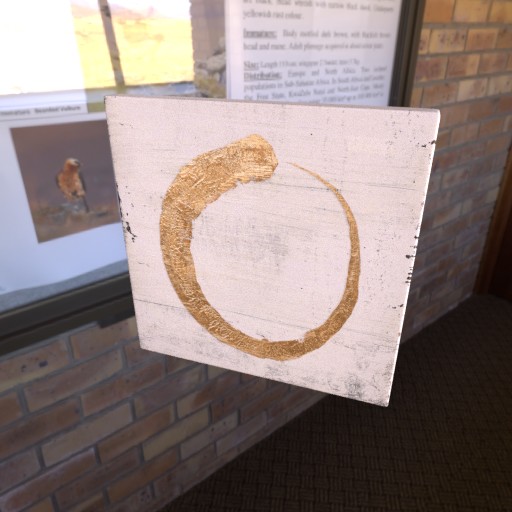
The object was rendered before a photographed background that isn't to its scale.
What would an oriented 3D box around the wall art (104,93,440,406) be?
[{"bbox_3d":[0.000,0.000,0.919,0.610,0.611,0.040,9,28,17],"label":"wall art"}]
